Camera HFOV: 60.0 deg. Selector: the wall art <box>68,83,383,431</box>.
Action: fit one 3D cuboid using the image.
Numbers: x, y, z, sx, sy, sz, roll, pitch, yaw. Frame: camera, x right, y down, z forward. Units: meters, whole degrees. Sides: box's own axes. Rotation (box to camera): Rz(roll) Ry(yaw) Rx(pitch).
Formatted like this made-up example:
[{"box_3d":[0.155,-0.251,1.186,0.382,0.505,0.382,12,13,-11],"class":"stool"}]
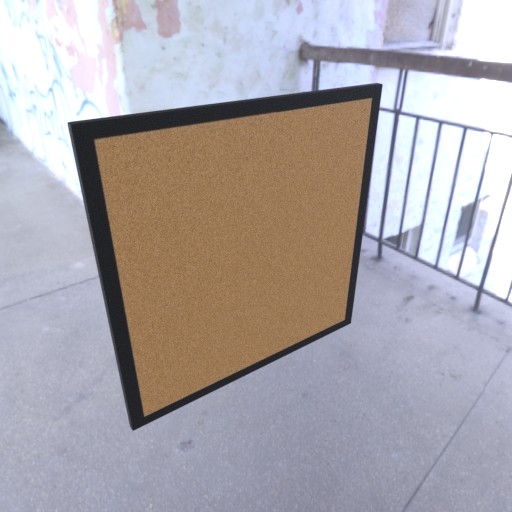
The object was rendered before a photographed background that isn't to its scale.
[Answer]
[{"box_3d":[0.000,0.000,0.971,0.663,0.659,0.016,-19,35,-30],"class":"wall art"}]
